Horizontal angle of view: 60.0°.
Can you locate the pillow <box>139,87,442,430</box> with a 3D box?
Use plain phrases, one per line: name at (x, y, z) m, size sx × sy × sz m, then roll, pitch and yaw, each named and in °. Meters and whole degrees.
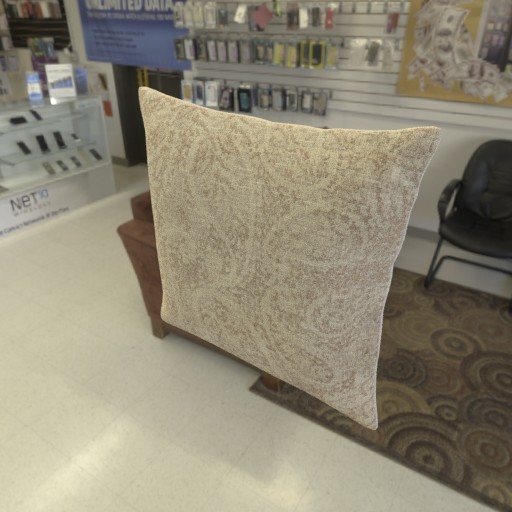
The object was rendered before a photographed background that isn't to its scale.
pillow at (0.000, 0.000, 0.767) m, size 0.523 × 0.510 × 0.166 m, roll 20°, pitch 35°, yaw 30°
